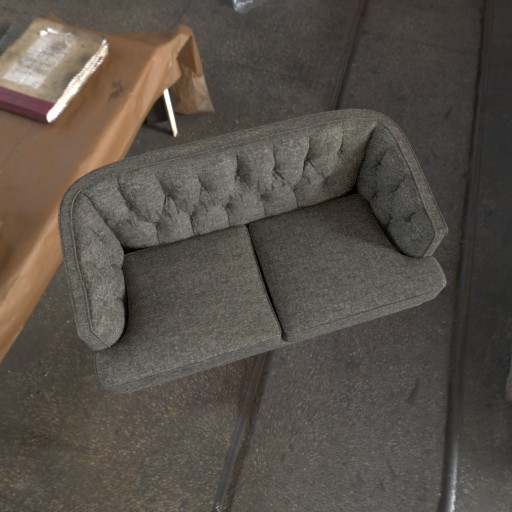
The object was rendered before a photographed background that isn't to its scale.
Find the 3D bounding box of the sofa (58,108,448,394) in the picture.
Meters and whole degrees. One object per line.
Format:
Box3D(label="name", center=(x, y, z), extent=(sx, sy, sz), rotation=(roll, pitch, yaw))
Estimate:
Box3D(label="sofa", center=(0.000, 0.000, 2.287), extent=(1.733, 0.855, 0.941), rotation=(-15, 65, -7))
